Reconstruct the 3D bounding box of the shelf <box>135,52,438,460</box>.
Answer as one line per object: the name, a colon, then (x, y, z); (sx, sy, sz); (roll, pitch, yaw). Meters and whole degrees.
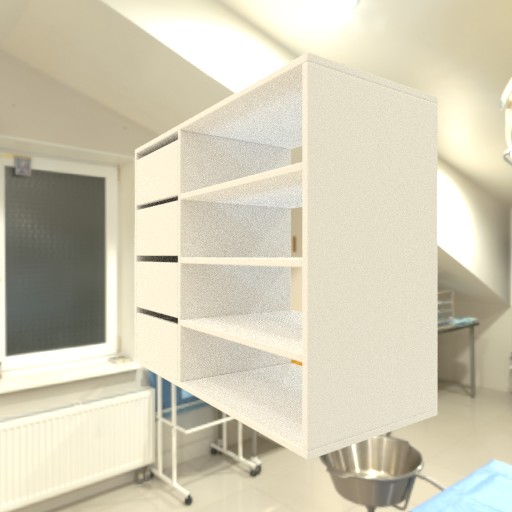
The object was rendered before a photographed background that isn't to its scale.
shelf: (0.000, 0.000, 1.272); (0.396, 0.732, 0.895); (0, 0, -35)
